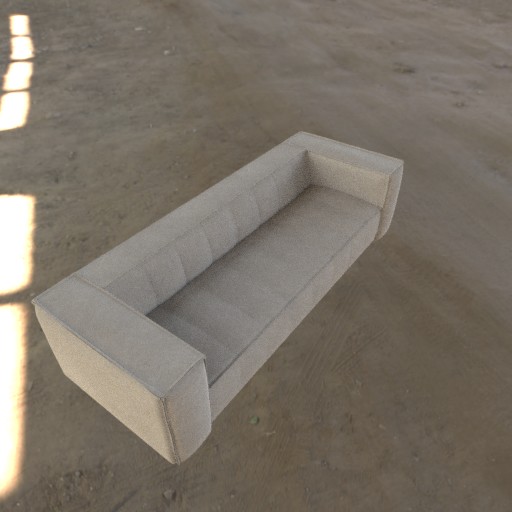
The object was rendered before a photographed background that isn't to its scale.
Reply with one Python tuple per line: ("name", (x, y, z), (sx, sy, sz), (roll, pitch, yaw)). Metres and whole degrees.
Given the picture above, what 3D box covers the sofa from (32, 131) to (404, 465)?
("sofa", (0.000, 0.000, 3.109), (1.038, 0.680, 2.697), (25, 46, 27))
